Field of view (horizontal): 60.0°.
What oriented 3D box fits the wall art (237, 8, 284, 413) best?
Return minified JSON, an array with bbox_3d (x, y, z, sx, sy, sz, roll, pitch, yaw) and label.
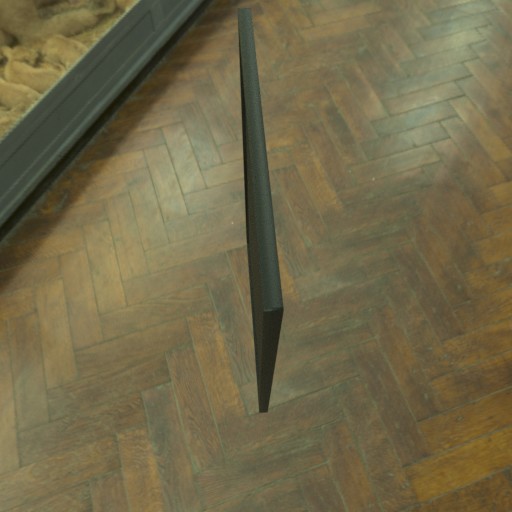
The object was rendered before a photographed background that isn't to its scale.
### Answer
[{"bbox_3d":[0.000,0.000,0.539,0.013,0.431,0.303,-4,63,-2],"label":"wall art"}]
